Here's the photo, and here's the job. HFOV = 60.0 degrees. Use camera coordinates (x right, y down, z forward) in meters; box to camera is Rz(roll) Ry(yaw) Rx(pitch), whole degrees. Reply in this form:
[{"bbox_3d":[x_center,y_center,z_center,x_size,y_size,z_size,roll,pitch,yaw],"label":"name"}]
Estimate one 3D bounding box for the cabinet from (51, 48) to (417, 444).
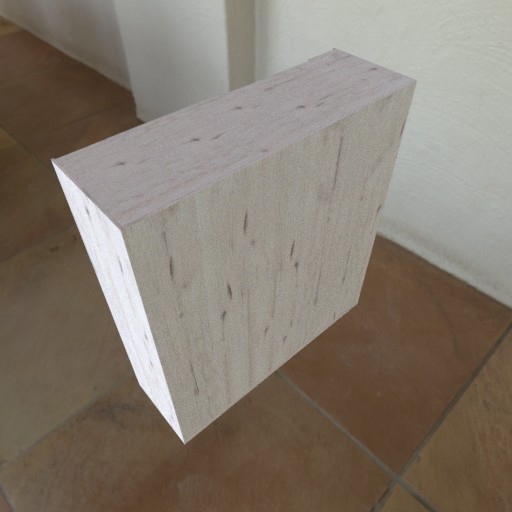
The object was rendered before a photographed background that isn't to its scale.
[{"bbox_3d":[0.000,0.000,3.160,2.000,2.180,0.660,-32,54,-27],"label":"cabinet"}]
